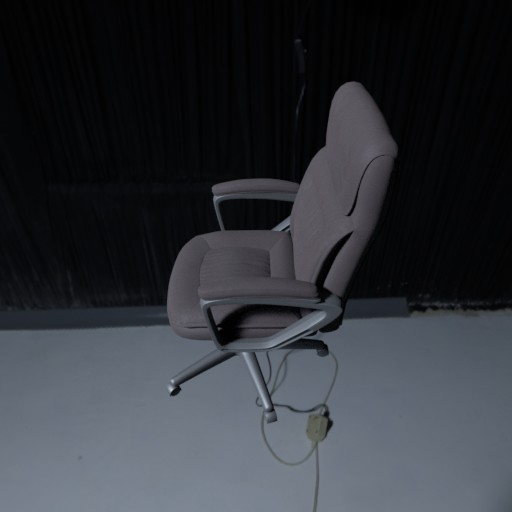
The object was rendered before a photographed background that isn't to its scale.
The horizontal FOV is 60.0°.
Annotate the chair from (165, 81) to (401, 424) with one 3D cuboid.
[{"bbox_3d":[0.000,0.000,1.571,0.724,1.105,0.667,0,39,0],"label":"chair"}]
